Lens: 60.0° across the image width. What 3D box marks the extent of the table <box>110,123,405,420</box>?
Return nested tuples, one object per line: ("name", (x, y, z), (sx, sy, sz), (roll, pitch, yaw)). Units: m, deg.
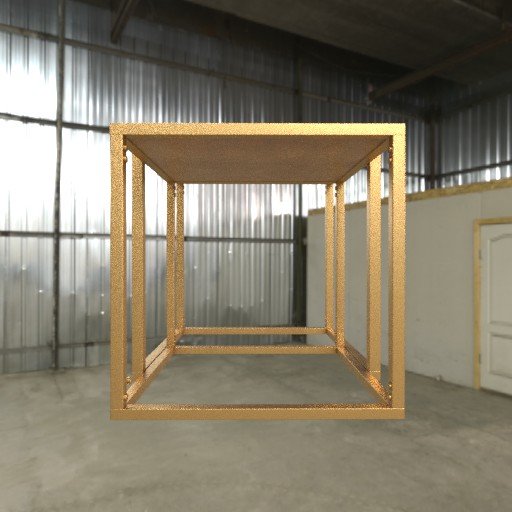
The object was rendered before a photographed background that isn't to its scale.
("table", (0.000, 0.000, 1.062), (0.505, 0.505, 0.762), (0, 0, -1))
